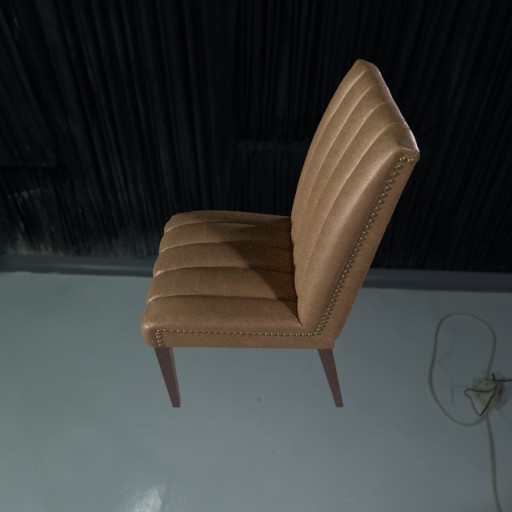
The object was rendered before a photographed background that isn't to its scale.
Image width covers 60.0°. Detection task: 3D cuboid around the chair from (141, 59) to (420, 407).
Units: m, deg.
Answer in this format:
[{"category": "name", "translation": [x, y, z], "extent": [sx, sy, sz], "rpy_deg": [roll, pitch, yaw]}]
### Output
[{"category": "chair", "translation": [0.000, 0.000, 1.356], "extent": [0.647, 1.016, 0.511], "rpy_deg": [0, 42, 0]}]
